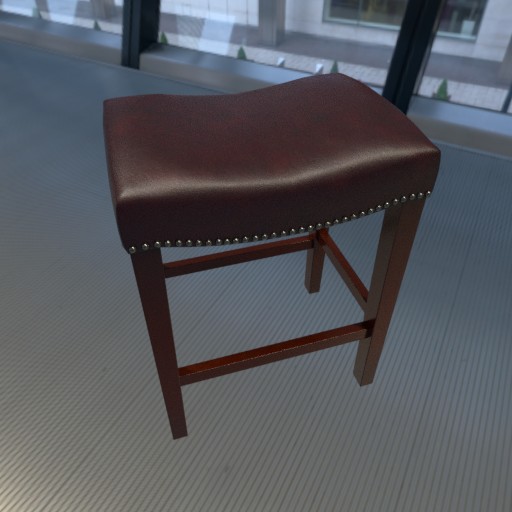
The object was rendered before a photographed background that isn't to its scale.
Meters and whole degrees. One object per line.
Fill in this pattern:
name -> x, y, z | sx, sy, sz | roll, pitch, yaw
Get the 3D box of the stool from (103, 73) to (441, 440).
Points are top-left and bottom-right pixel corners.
stool -> 0.000, 0.000, 0.952 | 0.504, 0.657, 0.372 | -11, 43, -13
